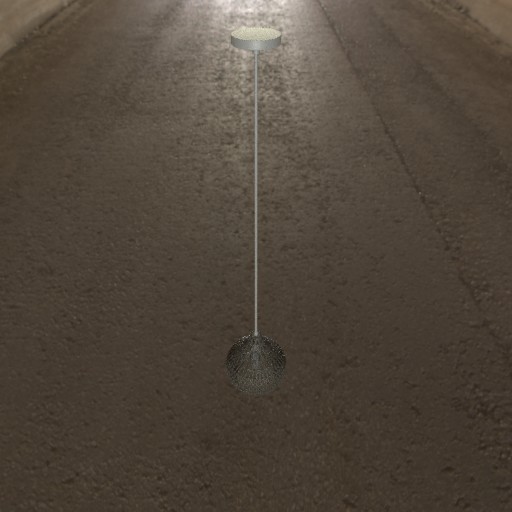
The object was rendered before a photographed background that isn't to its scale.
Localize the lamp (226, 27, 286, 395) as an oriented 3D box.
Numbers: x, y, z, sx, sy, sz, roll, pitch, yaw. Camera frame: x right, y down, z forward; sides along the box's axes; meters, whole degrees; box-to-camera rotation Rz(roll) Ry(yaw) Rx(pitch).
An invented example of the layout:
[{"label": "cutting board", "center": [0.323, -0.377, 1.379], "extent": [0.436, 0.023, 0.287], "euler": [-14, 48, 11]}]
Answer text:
[{"label": "lamp", "center": [0.000, 0.000, 2.081], "extent": [0.355, 1.919, 0.355], "euler": [-26, 46, -27]}]
